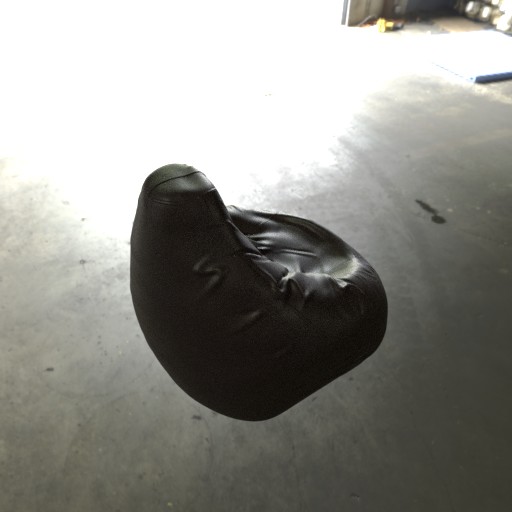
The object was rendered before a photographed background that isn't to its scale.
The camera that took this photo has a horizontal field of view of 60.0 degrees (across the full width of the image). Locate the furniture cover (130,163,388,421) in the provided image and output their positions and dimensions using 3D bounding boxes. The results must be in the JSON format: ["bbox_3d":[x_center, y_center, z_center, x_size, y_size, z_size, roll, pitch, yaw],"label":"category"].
[{"bbox_3d":[0.000,0.000,1.886,1.070,0.990,1.070,-25,47,-27],"label":"furniture cover"}]
